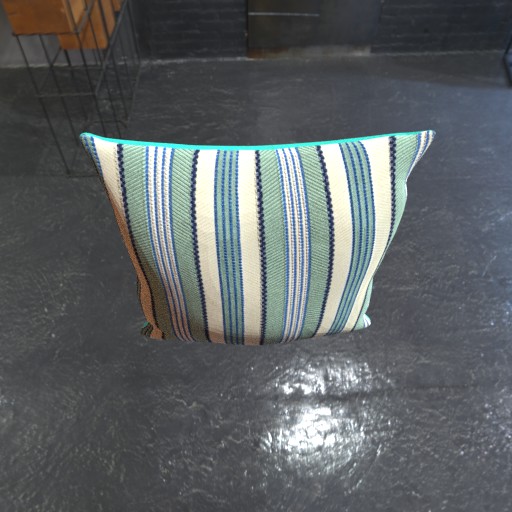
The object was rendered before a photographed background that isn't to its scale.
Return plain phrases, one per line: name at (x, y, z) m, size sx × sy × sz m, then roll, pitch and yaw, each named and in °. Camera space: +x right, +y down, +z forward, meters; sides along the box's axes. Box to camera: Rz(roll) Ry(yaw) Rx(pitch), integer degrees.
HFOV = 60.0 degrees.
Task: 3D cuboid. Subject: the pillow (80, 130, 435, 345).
pillow at (0.000, 0.000, 0.687) m, size 0.440 × 0.441 × 0.182 m, roll -2°, pitch 48°, yaw -2°
